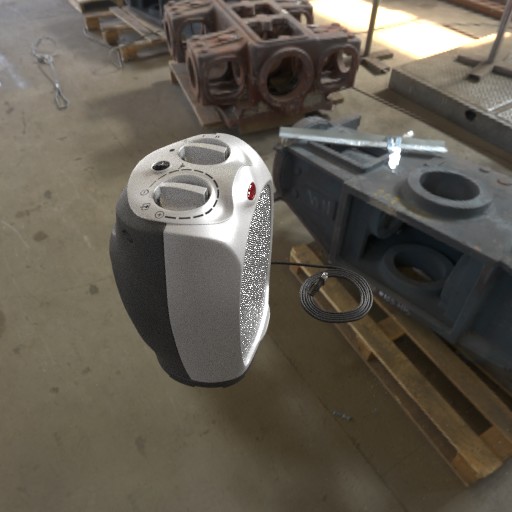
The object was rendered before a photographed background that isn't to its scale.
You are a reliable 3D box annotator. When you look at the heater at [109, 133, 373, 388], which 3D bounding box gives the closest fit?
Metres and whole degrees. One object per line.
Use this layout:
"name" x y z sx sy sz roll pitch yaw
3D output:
"heater" 0.000 0.000 0.483 0.291 0.255 0.239 9 47 9
